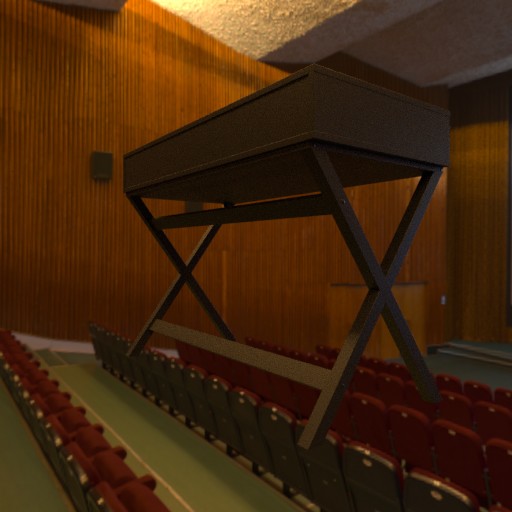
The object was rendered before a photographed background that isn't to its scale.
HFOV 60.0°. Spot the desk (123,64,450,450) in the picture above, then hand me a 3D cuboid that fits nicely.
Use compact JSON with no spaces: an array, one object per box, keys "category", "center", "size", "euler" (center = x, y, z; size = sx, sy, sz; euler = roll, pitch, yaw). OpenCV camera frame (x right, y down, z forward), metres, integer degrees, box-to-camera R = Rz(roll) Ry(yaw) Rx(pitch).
[{"category":"desk","center":[0.000,0.000,1.461],"size":[0.504,0.780,1.057],"euler":[-1,1,-37]}]
